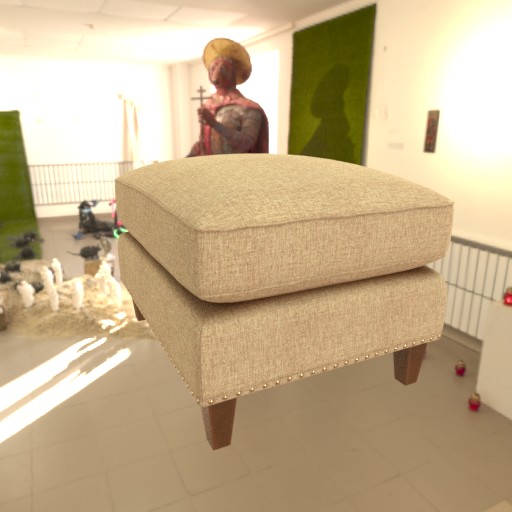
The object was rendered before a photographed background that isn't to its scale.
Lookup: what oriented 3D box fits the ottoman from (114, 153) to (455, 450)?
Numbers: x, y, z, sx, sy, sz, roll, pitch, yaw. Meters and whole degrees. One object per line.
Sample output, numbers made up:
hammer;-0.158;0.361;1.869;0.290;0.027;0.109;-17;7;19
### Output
ottoman;0.000;0.000;1.151;0.584;0.513;0.741;-8;18;-25
